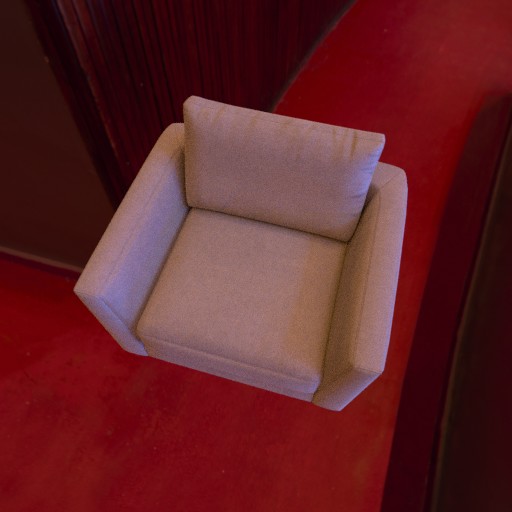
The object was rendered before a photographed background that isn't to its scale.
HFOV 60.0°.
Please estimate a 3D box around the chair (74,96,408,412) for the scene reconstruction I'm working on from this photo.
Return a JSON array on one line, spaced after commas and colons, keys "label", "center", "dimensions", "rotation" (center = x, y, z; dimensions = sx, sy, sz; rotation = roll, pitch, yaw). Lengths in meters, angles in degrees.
[{"label": "chair", "center": [0.000, 0.000, 1.765], "dimensions": [1.041, 0.864, 0.889], "rotation": [14, 59, 8]}]
